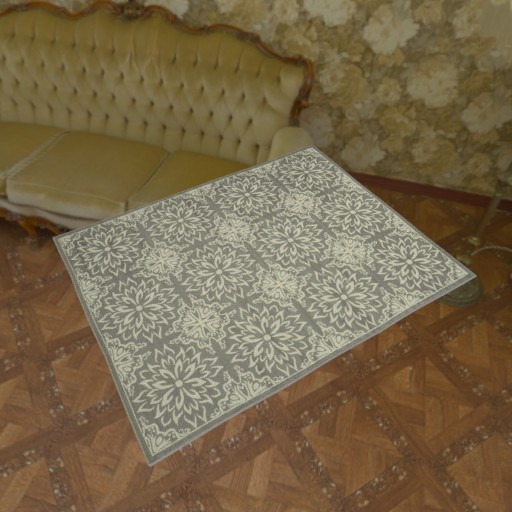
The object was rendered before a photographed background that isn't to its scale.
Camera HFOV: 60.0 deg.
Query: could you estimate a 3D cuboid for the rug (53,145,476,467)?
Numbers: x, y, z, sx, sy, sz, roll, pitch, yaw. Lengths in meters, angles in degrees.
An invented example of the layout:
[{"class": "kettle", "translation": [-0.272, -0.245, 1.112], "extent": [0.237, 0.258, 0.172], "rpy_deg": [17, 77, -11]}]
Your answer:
[{"class": "rug", "translation": [0.000, 0.000, 3.948], "extent": [2.980, 0.012, 2.363], "rpy_deg": [-24, 51, -21]}]
